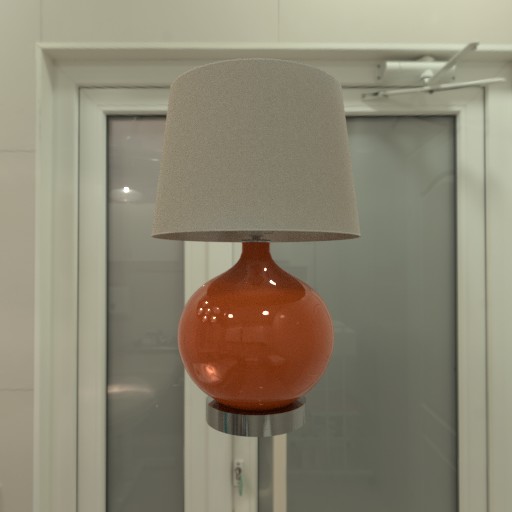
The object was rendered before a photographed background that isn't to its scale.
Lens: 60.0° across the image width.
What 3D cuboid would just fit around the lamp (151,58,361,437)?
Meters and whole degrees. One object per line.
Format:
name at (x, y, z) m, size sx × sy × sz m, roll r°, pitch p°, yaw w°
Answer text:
lamp at (0.000, 0.000, 0.535) m, size 0.247 × 0.387 × 0.247 m, roll 0°, pitch -1°, yaw 0°
